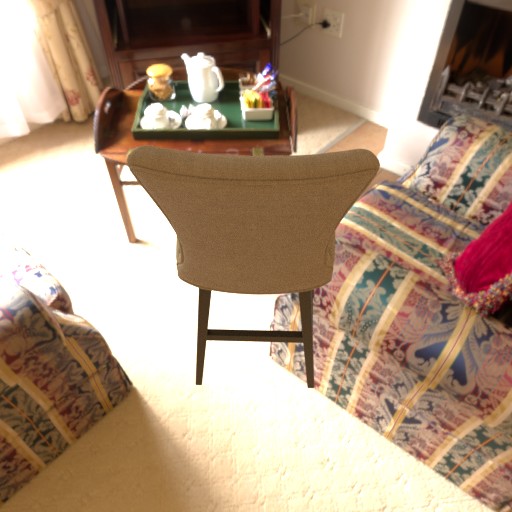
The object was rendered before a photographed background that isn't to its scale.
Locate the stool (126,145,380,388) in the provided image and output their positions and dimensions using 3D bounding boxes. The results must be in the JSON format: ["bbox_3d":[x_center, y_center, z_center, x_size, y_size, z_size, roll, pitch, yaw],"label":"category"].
[{"bbox_3d":[0.000,0.000,1.428,0.514,1.086,0.574,1,47,1],"label":"stool"}]
